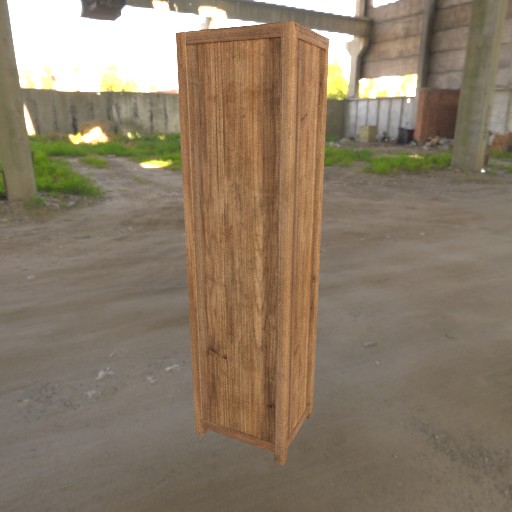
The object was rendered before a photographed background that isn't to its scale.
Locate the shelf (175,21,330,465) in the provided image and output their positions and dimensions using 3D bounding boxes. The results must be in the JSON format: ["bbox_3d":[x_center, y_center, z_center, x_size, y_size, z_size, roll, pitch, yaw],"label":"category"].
[{"bbox_3d":[0.000,0.000,2.109,0.500,1.900,0.428,8,19,25],"label":"shelf"}]
